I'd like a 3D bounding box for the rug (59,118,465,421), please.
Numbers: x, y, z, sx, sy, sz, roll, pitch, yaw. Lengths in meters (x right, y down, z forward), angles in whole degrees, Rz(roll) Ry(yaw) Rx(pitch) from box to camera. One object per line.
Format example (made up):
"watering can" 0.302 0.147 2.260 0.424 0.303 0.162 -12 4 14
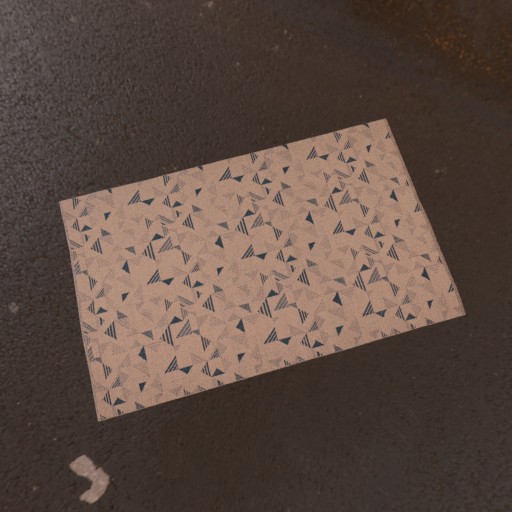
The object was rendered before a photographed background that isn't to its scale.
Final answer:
"rug" 0.000 0.000 3.013 2.457 0.009 1.512 -15 75 -4
